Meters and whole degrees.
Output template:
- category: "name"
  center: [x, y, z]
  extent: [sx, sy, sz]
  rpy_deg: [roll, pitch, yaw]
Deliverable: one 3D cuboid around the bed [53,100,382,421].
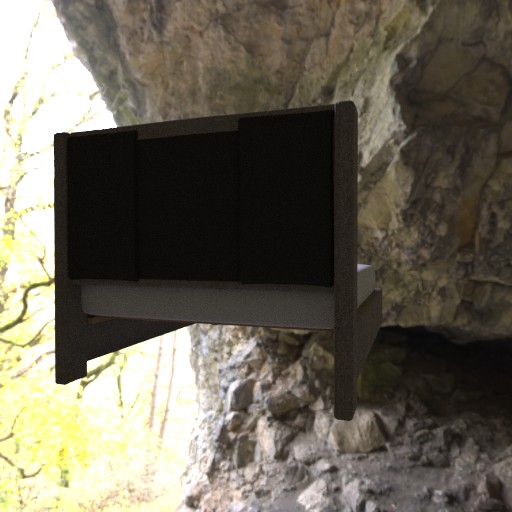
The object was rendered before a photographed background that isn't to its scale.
- category: "bed"
  center: [0.000, 0.000, 3.343]
  extent: [1.714, 1.476, 2.245]
  rpy_deg: [0, 1, 19]
